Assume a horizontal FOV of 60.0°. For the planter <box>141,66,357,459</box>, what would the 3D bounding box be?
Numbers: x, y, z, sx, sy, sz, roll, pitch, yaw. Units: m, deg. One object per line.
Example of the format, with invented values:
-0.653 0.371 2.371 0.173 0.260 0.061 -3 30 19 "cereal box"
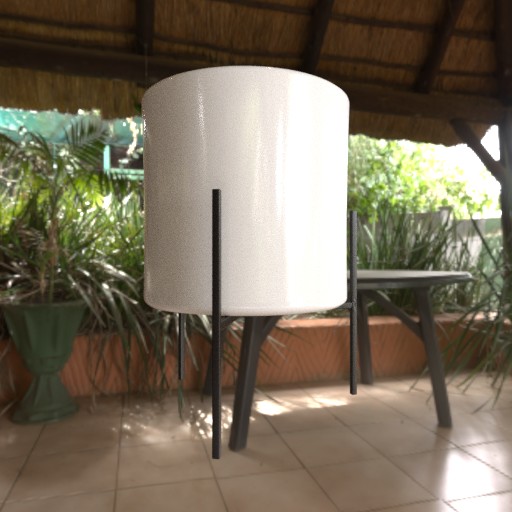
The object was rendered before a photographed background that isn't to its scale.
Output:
0.000 0.000 0.722 0.361 0.480 0.360 0 0 -16 "planter"
